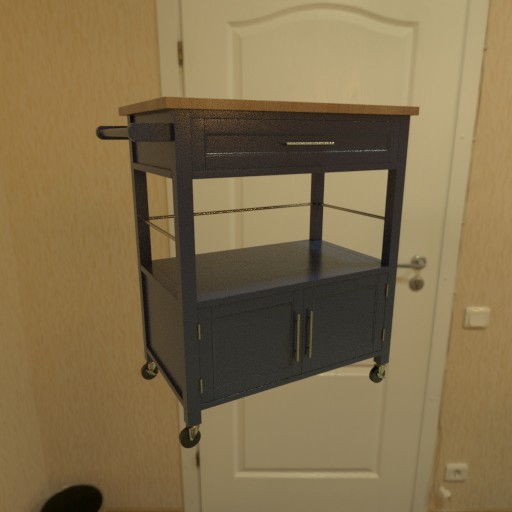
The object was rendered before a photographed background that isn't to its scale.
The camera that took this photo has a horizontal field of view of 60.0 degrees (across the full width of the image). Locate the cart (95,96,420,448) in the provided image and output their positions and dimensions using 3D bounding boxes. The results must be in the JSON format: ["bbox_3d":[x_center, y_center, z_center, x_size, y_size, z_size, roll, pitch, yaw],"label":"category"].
[{"bbox_3d":[0.000,0.000,1.408,0.840,0.901,0.459,-8,17,-28],"label":"cart"}]
